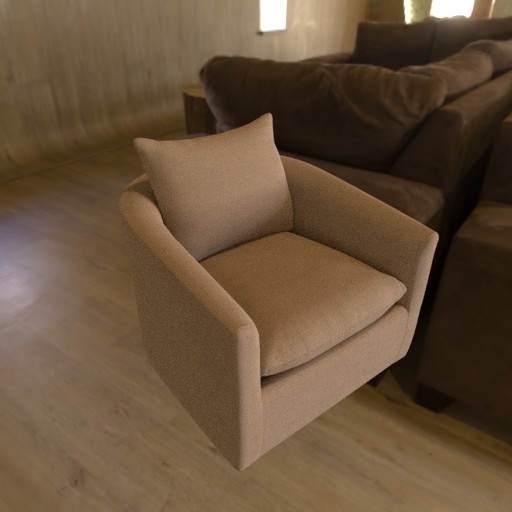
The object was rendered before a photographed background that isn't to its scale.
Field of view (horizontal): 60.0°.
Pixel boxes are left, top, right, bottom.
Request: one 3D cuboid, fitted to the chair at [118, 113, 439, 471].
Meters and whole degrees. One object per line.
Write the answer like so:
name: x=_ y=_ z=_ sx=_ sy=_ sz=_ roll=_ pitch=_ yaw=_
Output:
chair: x=0.000 y=0.000 z=1.607 sx=0.845 sy=0.848 sz=0.910 roll=-21 pitch=36 yaw=-32
